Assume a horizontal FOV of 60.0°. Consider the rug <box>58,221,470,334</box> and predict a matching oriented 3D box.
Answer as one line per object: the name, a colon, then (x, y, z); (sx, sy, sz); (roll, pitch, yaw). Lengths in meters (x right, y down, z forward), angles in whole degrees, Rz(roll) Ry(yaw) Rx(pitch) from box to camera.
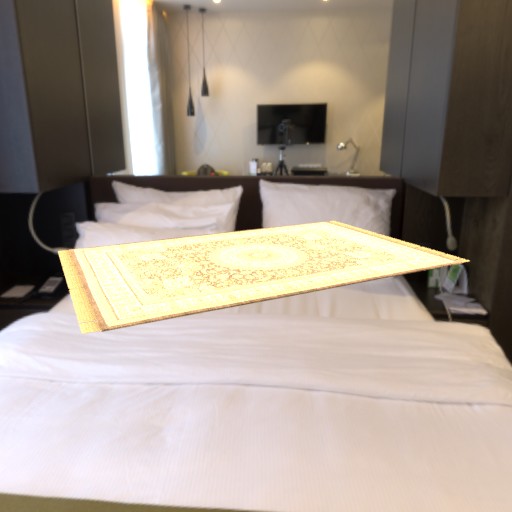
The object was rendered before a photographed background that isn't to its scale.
rug: (0.000, 0.000, 4.315); (3.422, 0.015, 2.143); (-8, 18, -26)
